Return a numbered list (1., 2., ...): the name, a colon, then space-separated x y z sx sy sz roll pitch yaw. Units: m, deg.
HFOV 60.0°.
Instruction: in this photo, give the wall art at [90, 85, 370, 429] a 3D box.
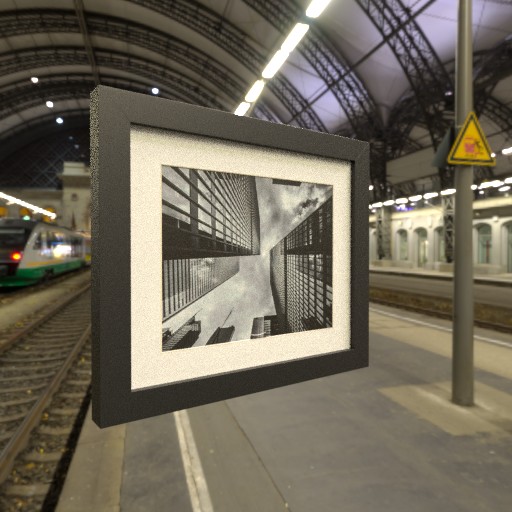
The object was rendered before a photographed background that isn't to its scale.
1. wall art: 0.000 0.000 0.536 0.381 0.321 0.028 -1 1 -36
